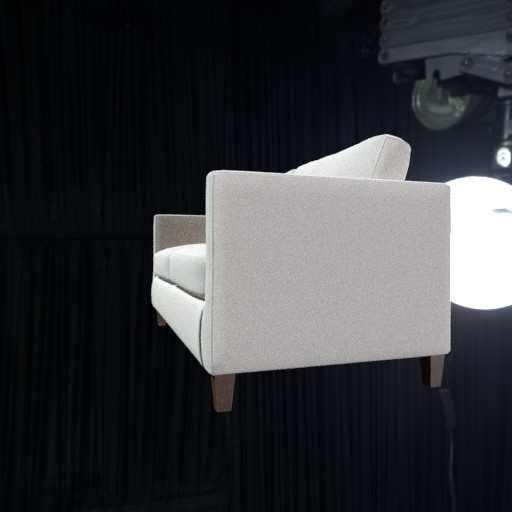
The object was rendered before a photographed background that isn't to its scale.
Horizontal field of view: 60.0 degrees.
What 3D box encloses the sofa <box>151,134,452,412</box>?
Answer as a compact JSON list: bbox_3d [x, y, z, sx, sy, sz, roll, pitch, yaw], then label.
[{"bbox_3d":[0.000,0.000,2.180,0.873,0.888,1.722,0,1,-18],"label":"sofa"}]
